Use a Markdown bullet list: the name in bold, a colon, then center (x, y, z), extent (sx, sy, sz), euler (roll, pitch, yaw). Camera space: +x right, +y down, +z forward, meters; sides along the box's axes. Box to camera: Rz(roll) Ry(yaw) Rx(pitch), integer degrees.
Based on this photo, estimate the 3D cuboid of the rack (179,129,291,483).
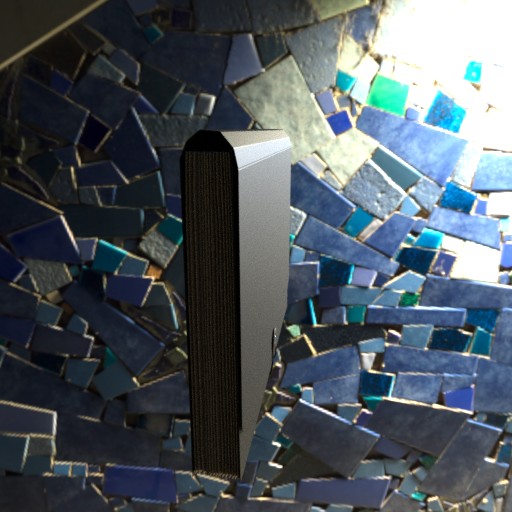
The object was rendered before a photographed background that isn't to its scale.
- **rack**: center (0.000, 0.000, 0.438), extent (0.041, 0.241, 0.330), euler (3, 16, 9)
